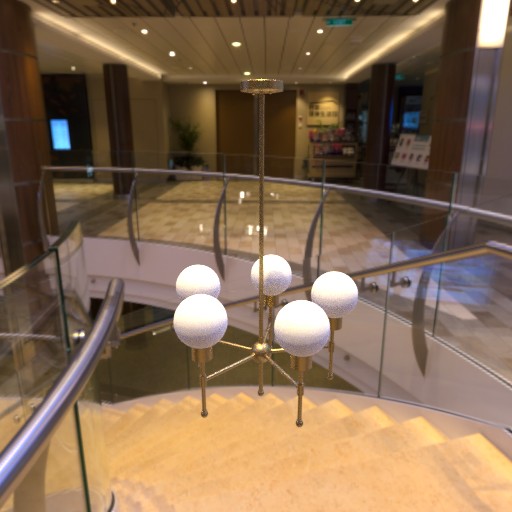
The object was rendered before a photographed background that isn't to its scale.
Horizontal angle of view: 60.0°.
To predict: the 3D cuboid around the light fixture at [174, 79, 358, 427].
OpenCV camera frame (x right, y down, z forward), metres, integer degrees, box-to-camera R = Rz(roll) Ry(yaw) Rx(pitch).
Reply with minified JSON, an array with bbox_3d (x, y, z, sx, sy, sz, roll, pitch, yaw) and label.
[{"bbox_3d":[0.000,0.000,1.807,0.785,1.331,0.815,-15,22,-43],"label":"light fixture"}]
